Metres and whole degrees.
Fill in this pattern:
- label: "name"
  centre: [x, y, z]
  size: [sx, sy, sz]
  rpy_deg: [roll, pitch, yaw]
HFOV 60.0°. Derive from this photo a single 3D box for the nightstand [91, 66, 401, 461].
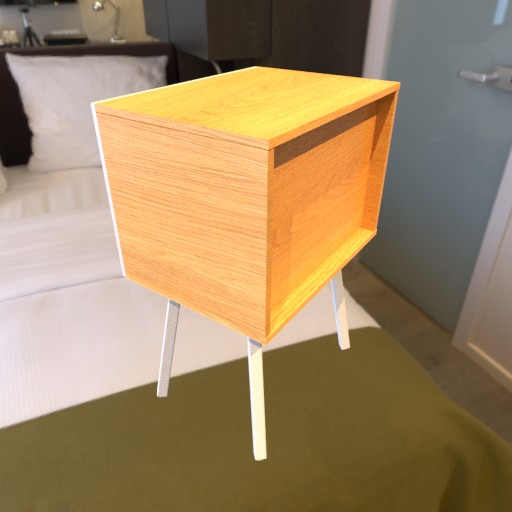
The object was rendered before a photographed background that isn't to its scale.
- label: "nightstand"
  centre: [0.000, 0.000, 0.845]
  size: [0.316, 0.601, 0.400]
  rpy_deg: [20, 37, 30]
